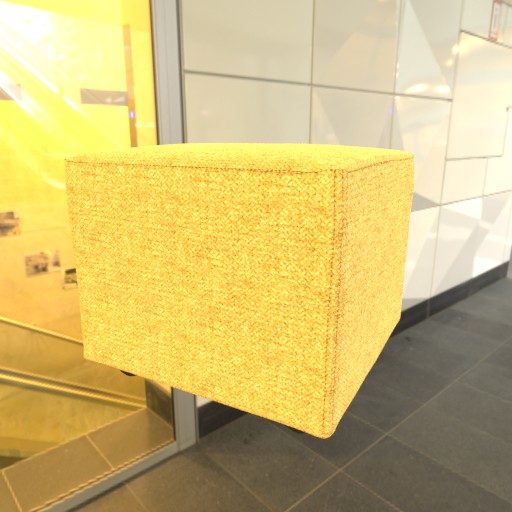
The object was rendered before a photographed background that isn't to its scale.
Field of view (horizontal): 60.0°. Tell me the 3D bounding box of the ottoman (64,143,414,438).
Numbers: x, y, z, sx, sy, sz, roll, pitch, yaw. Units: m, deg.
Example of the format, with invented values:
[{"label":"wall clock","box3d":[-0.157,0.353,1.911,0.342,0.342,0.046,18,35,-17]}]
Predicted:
[{"label":"ottoman","box3d":[0.000,0.000,0.896,0.512,0.441,0.505,8,17,28]}]
